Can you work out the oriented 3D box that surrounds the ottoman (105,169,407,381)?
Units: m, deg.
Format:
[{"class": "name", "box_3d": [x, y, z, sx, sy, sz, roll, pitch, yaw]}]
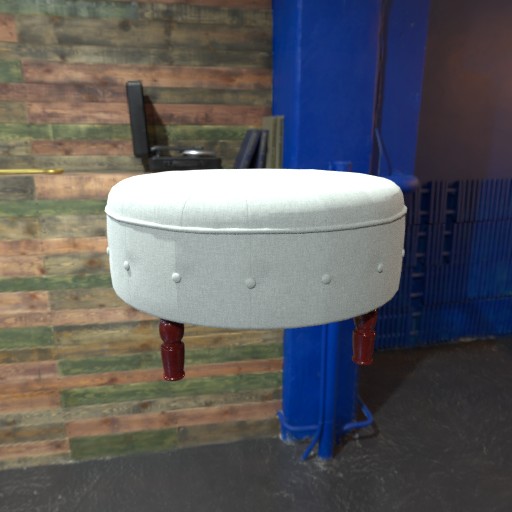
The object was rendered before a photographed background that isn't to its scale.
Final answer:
[{"class": "ottoman", "box_3d": [0.000, 0.000, 1.352, 0.850, 0.483, 0.850, 0, 15, 0]}]
